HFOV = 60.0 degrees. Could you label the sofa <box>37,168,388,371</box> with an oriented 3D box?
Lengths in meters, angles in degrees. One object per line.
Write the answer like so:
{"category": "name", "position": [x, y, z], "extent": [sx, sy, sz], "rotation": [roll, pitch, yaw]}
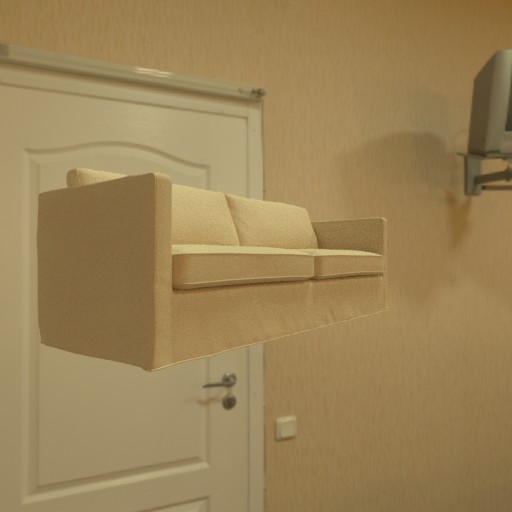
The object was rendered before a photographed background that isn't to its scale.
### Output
{"category": "sofa", "position": [0.000, 0.000, 3.269], "extent": [1.036, 0.999, 2.779], "rotation": [0, -1, 37]}
